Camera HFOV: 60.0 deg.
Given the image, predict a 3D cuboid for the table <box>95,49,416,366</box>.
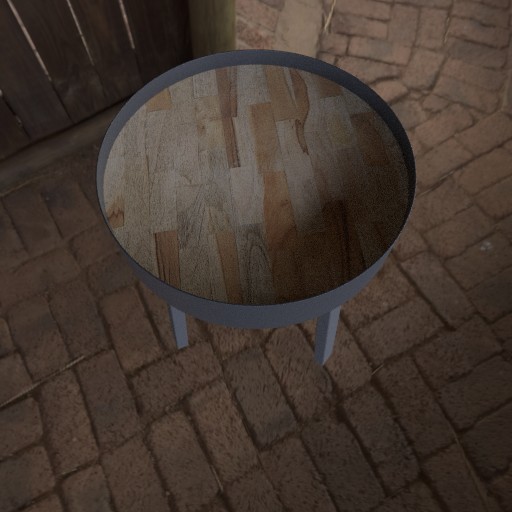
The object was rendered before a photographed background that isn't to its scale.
[{"bbox_3d":[0.000,0.000,0.817,0.406,0.559,0.406,0,63,0],"label":"table"}]
